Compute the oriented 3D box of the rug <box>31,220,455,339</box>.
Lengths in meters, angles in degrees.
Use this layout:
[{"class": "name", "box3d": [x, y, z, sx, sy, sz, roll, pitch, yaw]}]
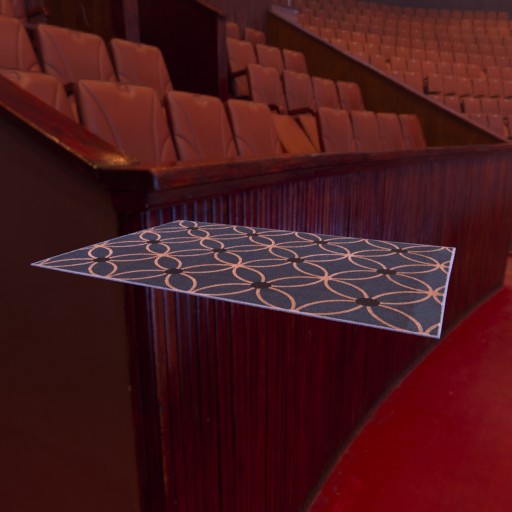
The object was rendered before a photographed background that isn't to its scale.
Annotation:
[{"class": "rug", "box3d": [0.000, 0.000, 2.832, 2.284, 0.008, 1.522, 7, 17, 25]}]
